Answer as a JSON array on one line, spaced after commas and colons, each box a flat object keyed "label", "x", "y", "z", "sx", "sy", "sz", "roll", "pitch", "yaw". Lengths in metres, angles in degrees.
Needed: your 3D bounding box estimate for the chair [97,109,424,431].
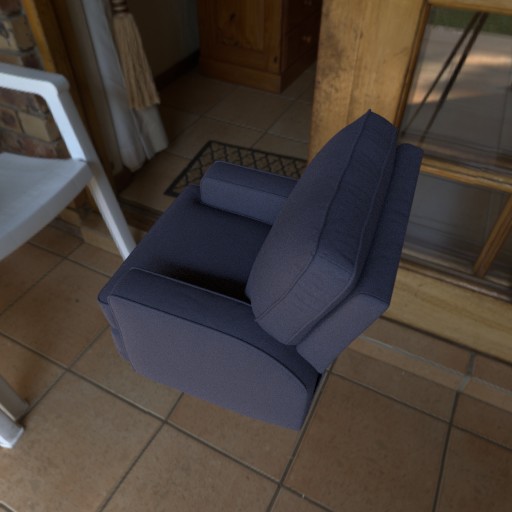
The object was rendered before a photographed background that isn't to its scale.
[{"label": "chair", "x": 0.000, "y": 0.000, "z": 1.667, "sx": 0.964, "sy": 0.962, "sz": 0.861, "roll": 15, "pitch": 48, "yaw": 15}]
